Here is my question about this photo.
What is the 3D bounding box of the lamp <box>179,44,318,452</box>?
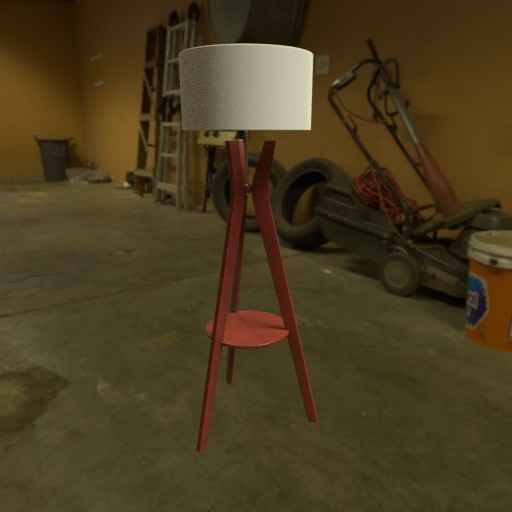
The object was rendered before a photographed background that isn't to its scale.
[{"bbox_3d":[0.000,0.000,1.770,0.542,1.472,0.539,3,16,9],"label":"lamp"}]
